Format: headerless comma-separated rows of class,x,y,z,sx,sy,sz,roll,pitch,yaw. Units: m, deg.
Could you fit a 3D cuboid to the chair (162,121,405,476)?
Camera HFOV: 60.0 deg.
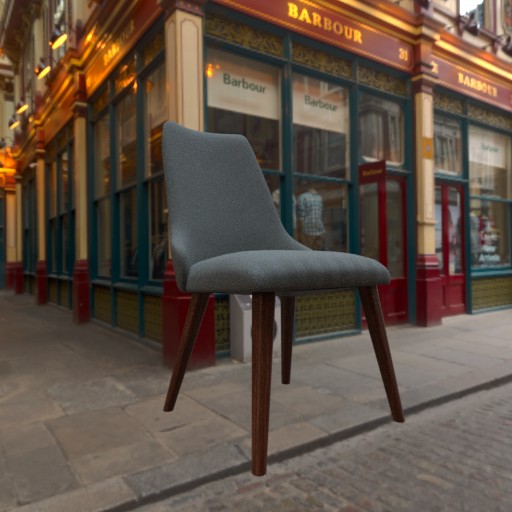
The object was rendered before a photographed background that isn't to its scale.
chair,0.000,0.000,1.354,0.535,0.918,0.707,0,0,-36
